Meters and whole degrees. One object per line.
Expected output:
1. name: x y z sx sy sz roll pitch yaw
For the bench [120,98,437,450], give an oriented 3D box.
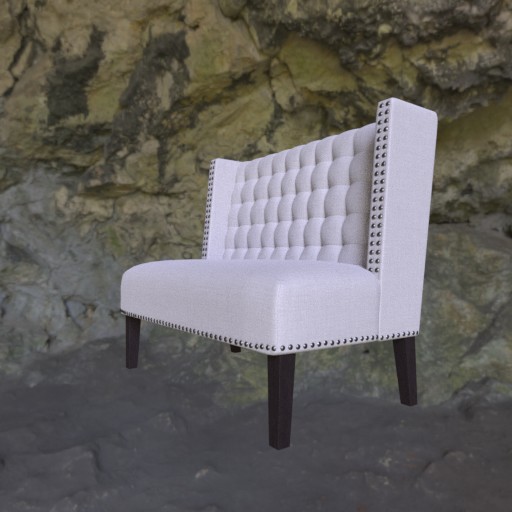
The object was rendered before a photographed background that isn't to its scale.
1. bench: 0.000 0.000 1.979 0.847 1.123 1.280 0 -1 -37
